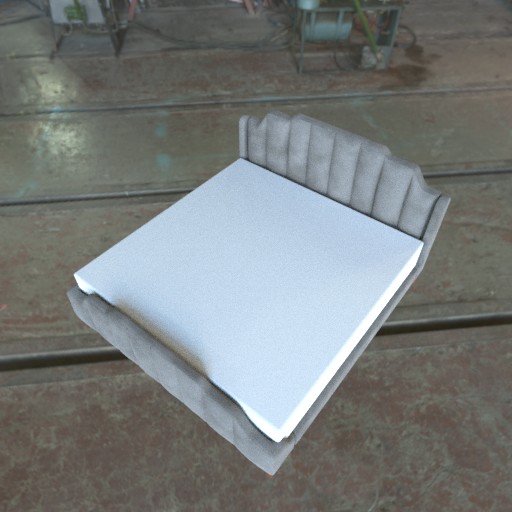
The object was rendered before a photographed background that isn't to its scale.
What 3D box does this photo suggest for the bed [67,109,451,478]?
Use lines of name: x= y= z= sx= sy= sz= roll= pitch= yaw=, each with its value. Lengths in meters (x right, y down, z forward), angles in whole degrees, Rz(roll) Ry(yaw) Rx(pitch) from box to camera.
bed: x=0.000 y=0.000 z=3.571 sx=2.074 sy=1.245 sz=2.340 roll=30 pitch=53 yaw=25
